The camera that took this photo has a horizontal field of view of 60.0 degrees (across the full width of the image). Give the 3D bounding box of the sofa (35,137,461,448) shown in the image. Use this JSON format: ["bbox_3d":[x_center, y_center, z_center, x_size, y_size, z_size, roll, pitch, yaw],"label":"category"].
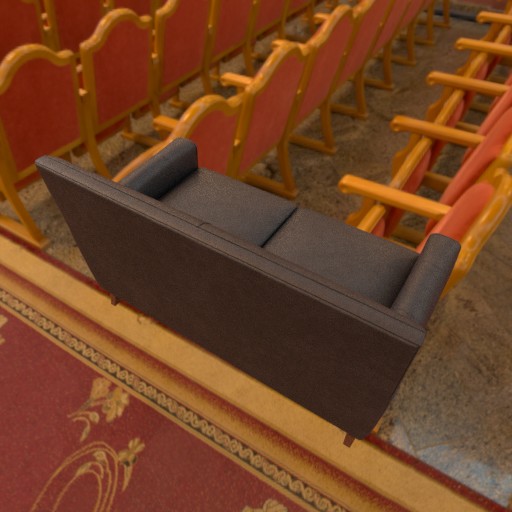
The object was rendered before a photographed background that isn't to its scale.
[{"bbox_3d":[0.000,0.000,1.907,1.473,0.871,0.787,25,51,22],"label":"sofa"}]
